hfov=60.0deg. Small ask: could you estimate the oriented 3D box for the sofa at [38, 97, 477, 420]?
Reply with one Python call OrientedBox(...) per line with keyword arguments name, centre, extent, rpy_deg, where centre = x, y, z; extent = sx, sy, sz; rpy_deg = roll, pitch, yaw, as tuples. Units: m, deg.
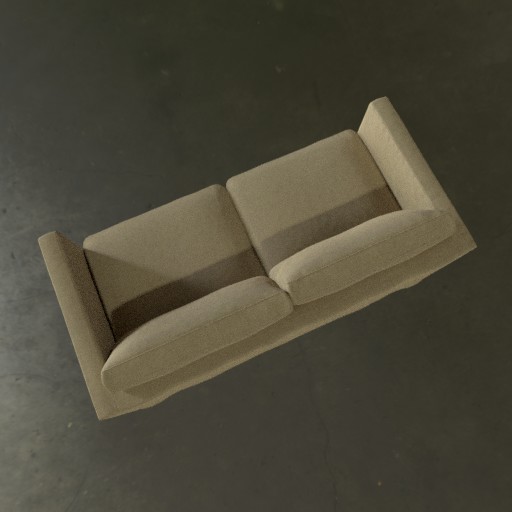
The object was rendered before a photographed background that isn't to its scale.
OrientedBox(name="sofa", centre=(0.000, 0.000, 2.411), extent=(1.959, 0.835, 0.962), rpy_deg=(-24, 76, -6))
